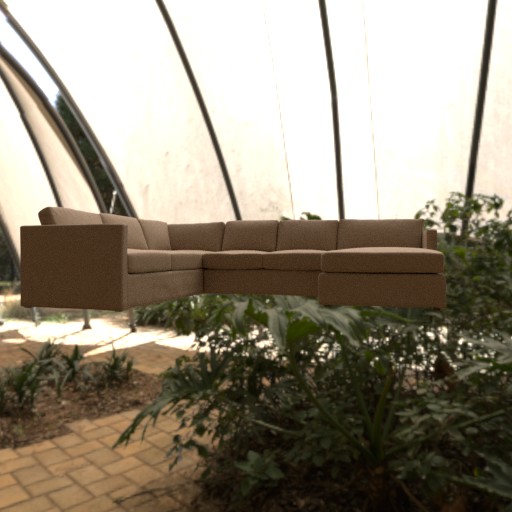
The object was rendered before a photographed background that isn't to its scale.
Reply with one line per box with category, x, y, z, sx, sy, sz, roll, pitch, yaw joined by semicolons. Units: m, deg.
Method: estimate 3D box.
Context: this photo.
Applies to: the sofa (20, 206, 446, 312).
sofa;0.000;0.000;4.395;3.460;0.882;2.427;0;0;17
